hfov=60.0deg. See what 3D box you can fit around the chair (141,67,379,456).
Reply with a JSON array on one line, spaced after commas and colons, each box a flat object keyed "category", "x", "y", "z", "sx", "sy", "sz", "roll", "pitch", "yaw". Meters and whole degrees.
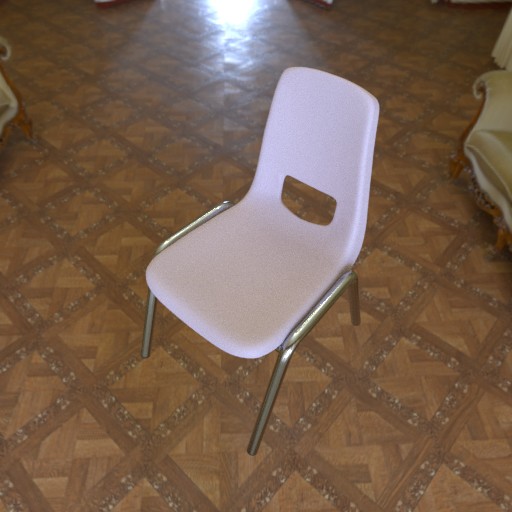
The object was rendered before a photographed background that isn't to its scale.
[{"category": "chair", "x": 0.000, "y": 0.000, "z": 0.856, "sx": 0.354, "sy": 0.586, "sz": 0.423, "roll": 32, "pitch": 54, "yaw": 27}]
